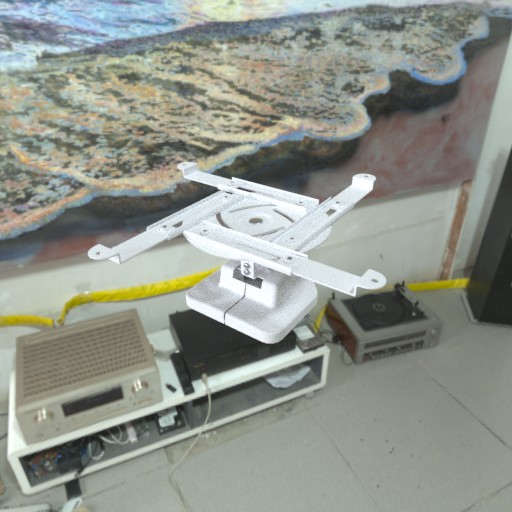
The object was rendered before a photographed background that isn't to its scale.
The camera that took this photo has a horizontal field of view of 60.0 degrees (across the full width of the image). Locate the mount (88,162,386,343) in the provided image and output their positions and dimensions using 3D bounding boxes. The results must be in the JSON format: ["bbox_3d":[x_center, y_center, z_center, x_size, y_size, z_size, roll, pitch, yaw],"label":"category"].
[{"bbox_3d":[0.000,0.000,0.597,0.394,0.141,0.394,20,36,30],"label":"mount"}]
